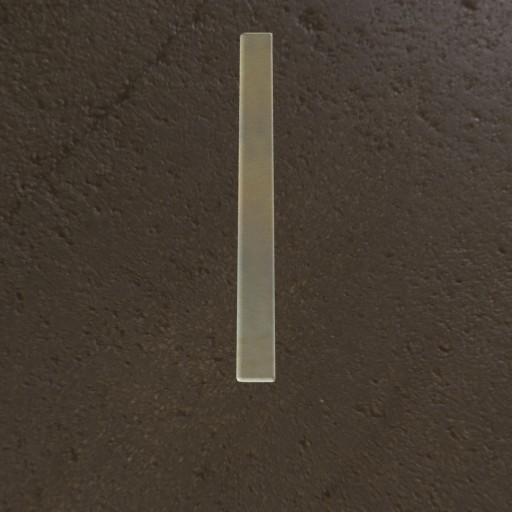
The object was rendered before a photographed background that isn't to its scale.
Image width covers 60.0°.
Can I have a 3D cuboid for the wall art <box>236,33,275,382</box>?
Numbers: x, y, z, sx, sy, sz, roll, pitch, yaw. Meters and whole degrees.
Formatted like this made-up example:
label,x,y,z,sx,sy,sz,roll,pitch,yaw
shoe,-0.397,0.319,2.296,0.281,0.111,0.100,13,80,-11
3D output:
label,x,y,z,sx,sy,sz,roll,pitch,yaw
wall art,0.000,0.000,0.776,0.038,0.610,0.401,0,76,0
